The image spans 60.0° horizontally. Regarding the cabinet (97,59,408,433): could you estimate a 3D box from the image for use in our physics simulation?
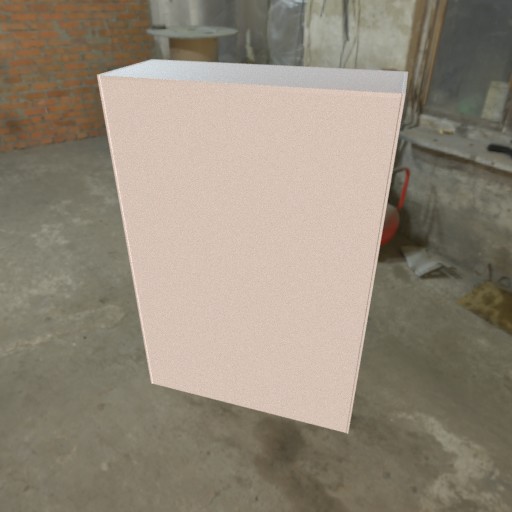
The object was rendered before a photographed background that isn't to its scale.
[{"bbox_3d":[0.000,0.000,2.470,1.290,1.910,0.510,9,33,15],"label":"cabinet"}]
